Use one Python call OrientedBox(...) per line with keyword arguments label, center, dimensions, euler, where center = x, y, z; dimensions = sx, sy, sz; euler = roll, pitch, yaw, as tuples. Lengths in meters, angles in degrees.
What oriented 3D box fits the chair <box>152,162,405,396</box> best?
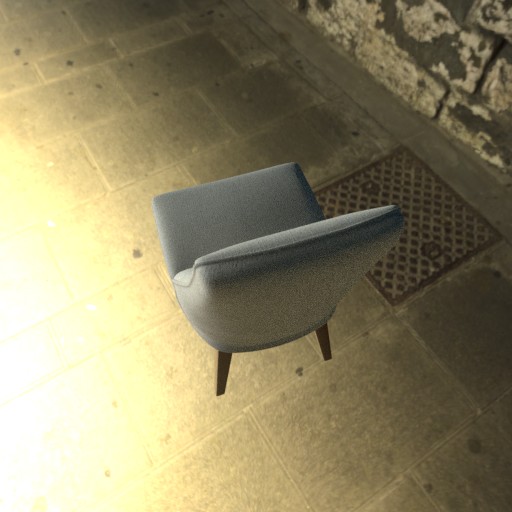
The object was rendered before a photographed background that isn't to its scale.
OrientedBox(label="chair", center=(0.000, 0.000, 1.253), dimensions=(0.500, 0.930, 0.620), euler=(-16, 60, -9))
